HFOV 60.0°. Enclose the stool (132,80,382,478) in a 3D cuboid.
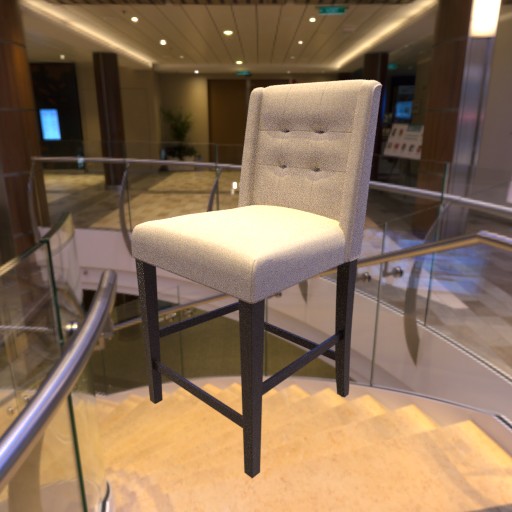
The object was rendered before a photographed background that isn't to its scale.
[{"bbox_3d":[0.000,0.000,1.253,0.474,0.939,0.509,16,23,42],"label":"stool"}]
